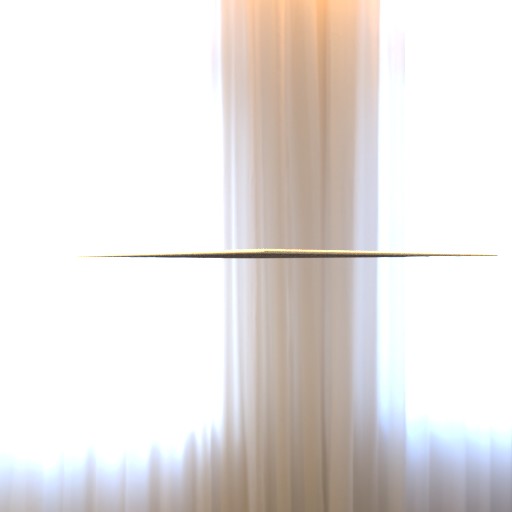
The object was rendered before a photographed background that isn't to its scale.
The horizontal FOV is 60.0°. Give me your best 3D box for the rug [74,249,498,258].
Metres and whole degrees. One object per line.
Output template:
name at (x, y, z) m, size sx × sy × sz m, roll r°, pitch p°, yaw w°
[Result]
rug at (0.000, 0.000, 2.772) m, size 1.598 × 0.014 × 2.202 m, roll 0°, pitch -1°, yaw -37°
